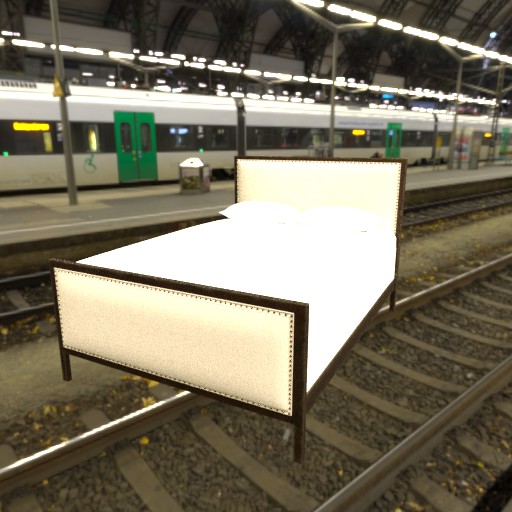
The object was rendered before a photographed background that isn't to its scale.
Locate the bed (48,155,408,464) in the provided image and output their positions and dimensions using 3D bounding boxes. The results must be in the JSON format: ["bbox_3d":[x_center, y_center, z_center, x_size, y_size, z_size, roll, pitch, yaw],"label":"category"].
[{"bbox_3d":[0.000,0.000,3.163,1.607,1.313,2.221,8,16,27],"label":"bed"}]
